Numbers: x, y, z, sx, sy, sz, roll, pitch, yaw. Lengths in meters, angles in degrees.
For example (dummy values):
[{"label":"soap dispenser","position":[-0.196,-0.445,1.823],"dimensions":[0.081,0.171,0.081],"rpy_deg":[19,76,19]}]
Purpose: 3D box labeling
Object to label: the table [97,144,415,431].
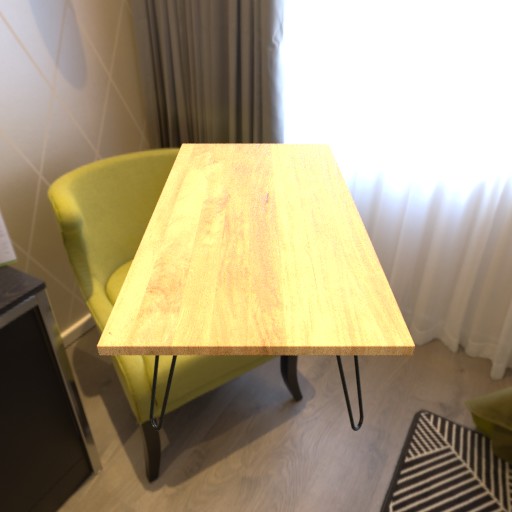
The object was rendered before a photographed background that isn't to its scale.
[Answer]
[{"label":"table","position":[0.000,0.000,1.646],"dimensions":[0.699,0.400,1.348],"rpy_deg":[0,33,0]}]
